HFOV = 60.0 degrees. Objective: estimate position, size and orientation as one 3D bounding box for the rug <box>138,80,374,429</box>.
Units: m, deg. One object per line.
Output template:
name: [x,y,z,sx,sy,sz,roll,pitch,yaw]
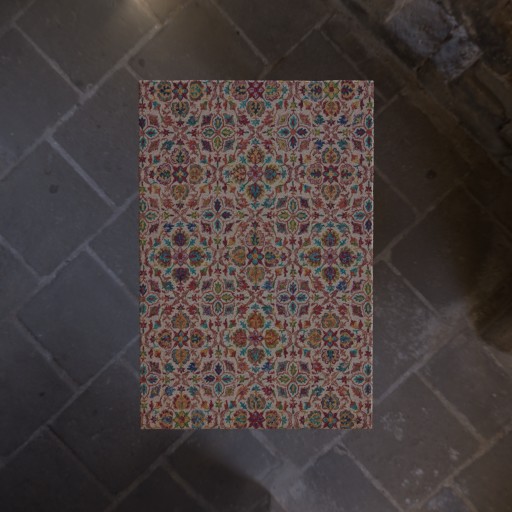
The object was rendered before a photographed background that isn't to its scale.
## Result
rug: [0.000,0.000,2.922,1.541,0.018,2.297,0,91,0]
